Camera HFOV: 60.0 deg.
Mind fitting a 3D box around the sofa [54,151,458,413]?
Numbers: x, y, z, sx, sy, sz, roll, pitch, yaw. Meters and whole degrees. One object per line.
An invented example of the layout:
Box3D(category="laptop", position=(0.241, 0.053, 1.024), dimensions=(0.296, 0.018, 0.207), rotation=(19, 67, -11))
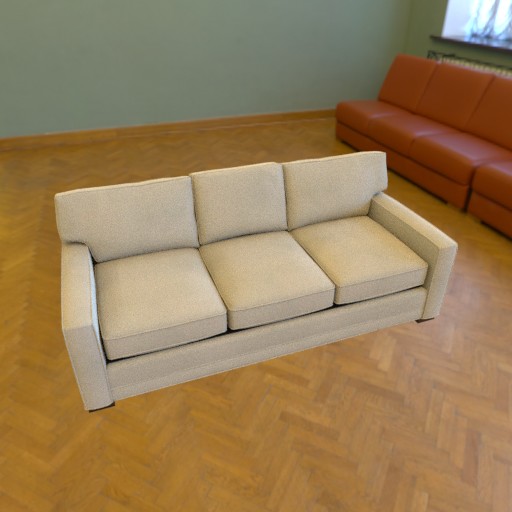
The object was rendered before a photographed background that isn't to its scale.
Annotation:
Box3D(category="sofa", position=(0.000, 0.000, 2.593), dimensions=(2.088, 0.862, 0.935), rotation=(-11, 34, -17))
